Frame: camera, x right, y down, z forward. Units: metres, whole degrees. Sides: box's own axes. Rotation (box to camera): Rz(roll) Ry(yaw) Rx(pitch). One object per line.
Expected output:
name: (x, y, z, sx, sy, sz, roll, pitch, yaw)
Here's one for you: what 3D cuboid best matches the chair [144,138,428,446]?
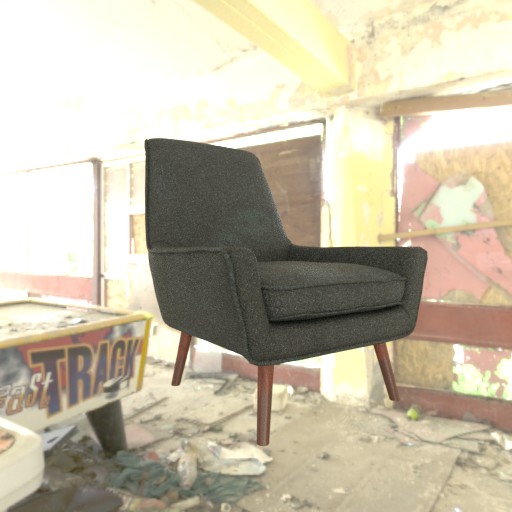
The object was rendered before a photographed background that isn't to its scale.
chair: (0.000, 0.000, 1.510, 0.763, 0.883, 0.859, -1, 2, -37)
